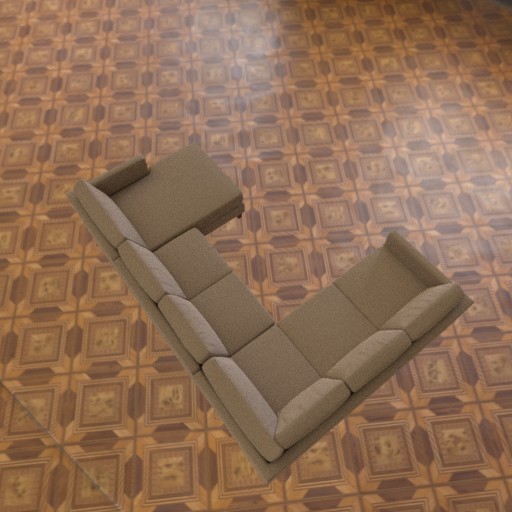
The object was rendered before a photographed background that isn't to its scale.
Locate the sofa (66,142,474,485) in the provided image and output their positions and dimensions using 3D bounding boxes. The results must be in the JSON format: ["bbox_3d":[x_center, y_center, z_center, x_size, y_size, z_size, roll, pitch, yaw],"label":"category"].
[{"bbox_3d":[0.000,0.000,4.563,2.424,0.865,3.438,-34,66,-18],"label":"sofa"}]
